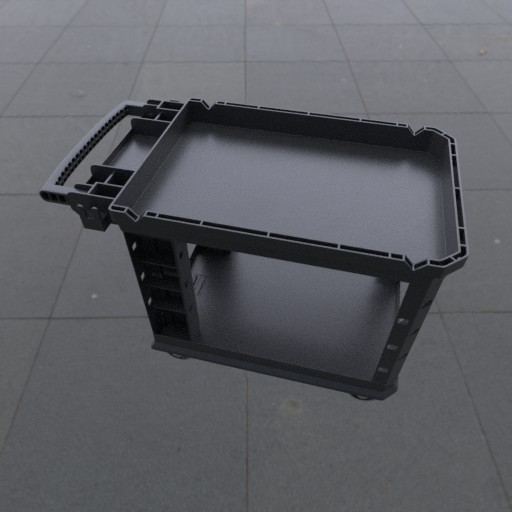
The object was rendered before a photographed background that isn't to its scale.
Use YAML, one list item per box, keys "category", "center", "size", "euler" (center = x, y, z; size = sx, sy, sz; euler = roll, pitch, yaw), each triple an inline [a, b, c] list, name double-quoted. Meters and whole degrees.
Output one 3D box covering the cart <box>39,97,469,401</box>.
- category: "cart"
  center: [0.000, 0.000, 1.716]
  size: [1.239, 0.884, 0.674]
  euler: [10, 47, 10]
